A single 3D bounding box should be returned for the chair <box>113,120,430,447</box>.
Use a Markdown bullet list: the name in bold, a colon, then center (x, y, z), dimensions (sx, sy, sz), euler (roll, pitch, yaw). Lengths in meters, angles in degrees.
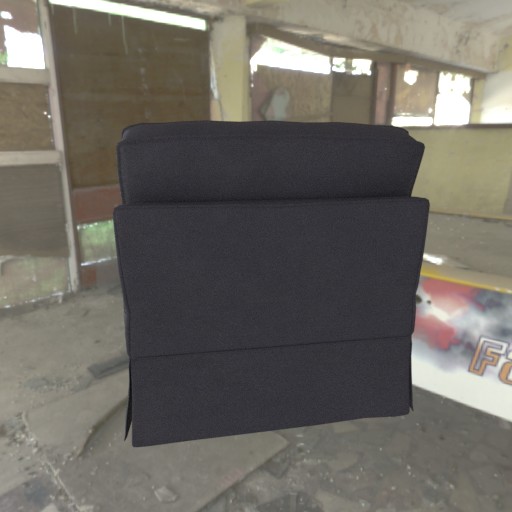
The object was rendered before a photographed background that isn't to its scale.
- **chair**: center (0.000, 0.000, 1.977), dimensions (1.119, 1.140, 1.002), euler (-3, 16, -9)
